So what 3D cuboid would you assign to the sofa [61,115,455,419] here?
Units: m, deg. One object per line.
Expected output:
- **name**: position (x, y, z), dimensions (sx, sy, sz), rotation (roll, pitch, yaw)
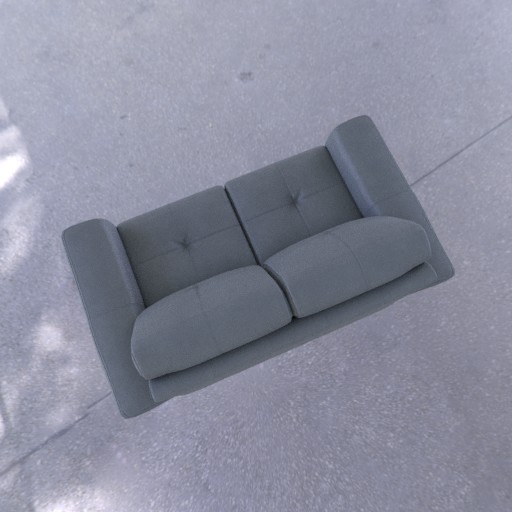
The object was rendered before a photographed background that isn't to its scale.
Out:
- **sofa**: position (0.000, 0.000, 2.317), dimensions (1.806, 0.907, 1.018), rotation (-22, 75, -6)
